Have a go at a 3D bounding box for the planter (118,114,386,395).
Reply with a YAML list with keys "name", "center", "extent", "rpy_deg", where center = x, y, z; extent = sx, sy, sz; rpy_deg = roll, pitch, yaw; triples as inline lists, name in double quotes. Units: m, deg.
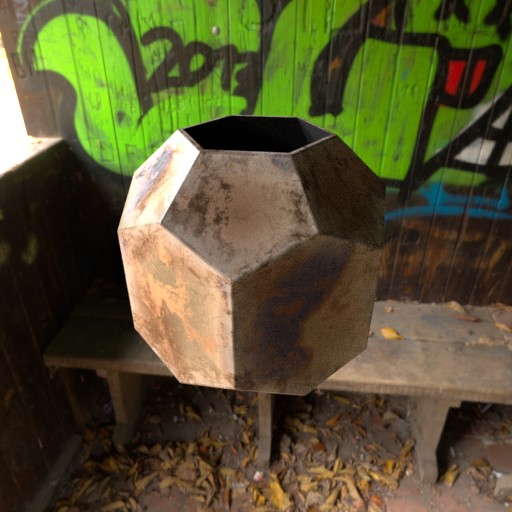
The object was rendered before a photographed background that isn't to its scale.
- name: "planter"
  center: [0.000, 0.000, 0.426]
  extent: [0.243, 0.238, 0.221]
  rpy_deg: [-12, 32, -19]
